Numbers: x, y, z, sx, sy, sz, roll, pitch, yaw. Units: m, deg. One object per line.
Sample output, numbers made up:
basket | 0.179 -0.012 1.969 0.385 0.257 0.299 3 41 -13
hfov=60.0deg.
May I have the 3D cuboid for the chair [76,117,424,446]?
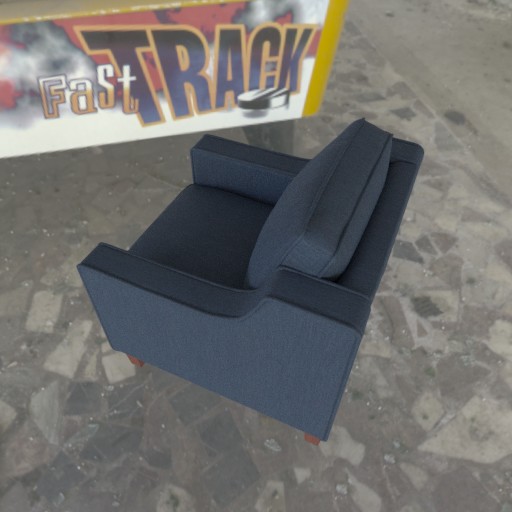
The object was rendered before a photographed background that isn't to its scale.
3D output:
chair | 0.000 0.000 1.640 0.909 0.960 0.831 18 50 16
